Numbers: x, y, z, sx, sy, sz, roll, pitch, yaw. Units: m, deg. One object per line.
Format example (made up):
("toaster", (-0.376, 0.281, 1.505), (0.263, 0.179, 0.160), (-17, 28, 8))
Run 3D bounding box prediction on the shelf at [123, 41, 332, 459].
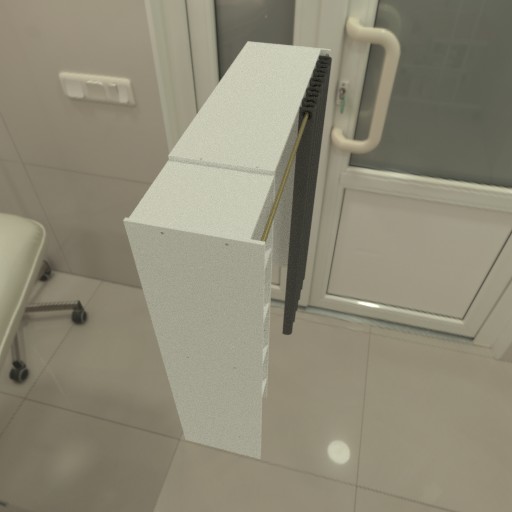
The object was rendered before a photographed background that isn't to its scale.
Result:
("shelf", (0.000, 0.000, 2.604), (0.500, 1.810, 1.600), (10, 47, 10))
